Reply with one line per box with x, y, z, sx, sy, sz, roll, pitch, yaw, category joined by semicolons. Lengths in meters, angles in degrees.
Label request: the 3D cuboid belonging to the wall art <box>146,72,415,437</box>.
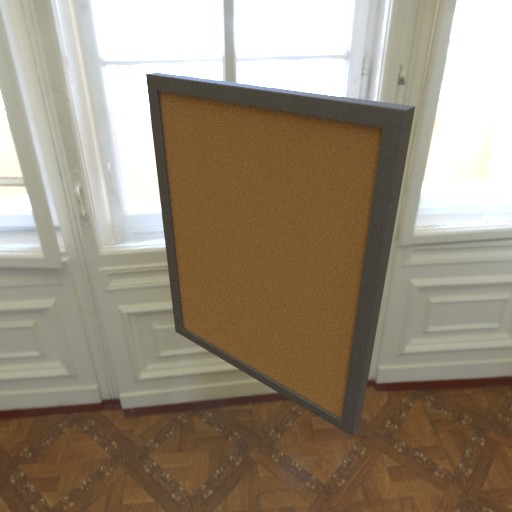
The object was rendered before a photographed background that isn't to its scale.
0.000;0.000;0.773;0.458;0.558;0.029;22;36;33;wall art
